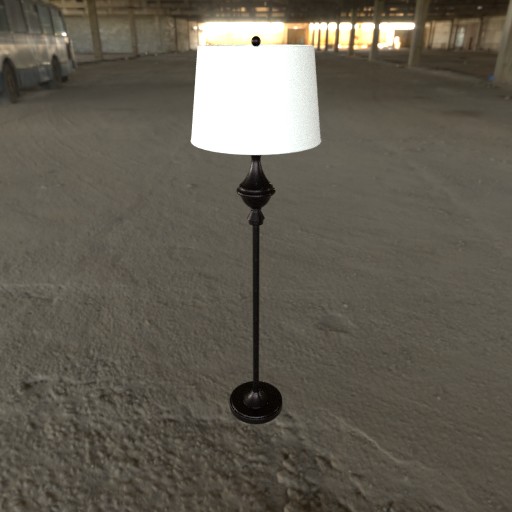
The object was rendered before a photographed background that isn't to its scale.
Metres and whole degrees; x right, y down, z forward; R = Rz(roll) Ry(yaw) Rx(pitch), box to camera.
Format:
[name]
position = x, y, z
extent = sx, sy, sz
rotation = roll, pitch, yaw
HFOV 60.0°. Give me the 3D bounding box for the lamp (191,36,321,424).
[lamp]
position = 0.000, 0.000, 1.668
extent = 0.431, 1.484, 0.431
rotation = 0, 26, 0
